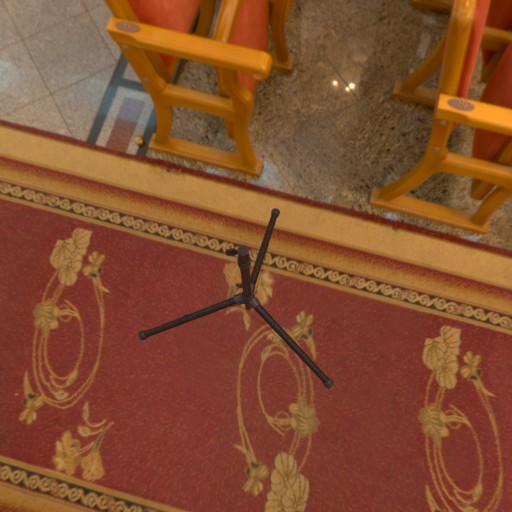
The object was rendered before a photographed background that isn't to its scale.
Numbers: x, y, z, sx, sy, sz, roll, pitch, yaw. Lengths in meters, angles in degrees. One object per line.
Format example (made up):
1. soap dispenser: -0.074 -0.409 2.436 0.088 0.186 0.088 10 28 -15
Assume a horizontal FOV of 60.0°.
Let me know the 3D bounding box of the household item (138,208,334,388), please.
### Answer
1. household item: 0.000 0.000 1.892 1.045 1.136 0.907 15 74 4
